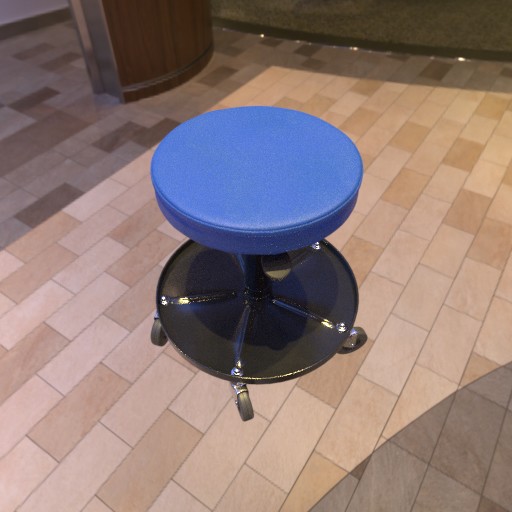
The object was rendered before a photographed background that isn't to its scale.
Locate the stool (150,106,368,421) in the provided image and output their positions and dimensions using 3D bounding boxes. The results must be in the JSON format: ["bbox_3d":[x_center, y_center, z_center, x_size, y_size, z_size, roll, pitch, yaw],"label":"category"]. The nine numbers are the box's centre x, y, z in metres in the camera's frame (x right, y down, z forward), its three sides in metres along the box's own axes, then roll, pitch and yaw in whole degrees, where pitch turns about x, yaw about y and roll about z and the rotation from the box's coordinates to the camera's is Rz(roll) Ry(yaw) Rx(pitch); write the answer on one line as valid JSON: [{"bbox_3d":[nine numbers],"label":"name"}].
[{"bbox_3d":[0.000,0.000,0.697,0.381,0.365,0.382,-9,48,-8],"label":"stool"}]
